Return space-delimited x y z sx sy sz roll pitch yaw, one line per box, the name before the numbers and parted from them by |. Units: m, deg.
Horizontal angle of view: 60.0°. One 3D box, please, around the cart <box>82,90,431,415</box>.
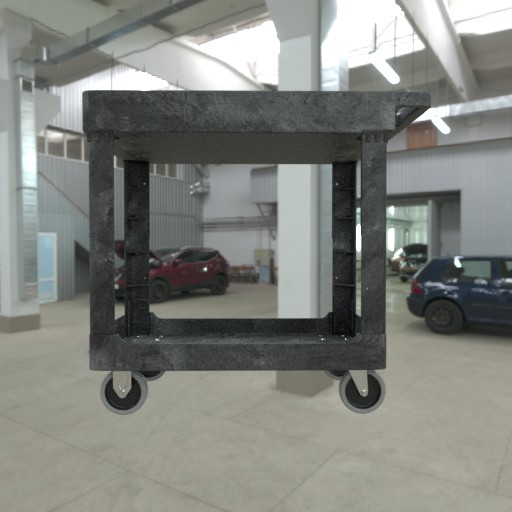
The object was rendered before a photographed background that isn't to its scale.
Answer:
cart | 0.000 0.000 1.309 0.877 0.824 0.420 0 1 -1
